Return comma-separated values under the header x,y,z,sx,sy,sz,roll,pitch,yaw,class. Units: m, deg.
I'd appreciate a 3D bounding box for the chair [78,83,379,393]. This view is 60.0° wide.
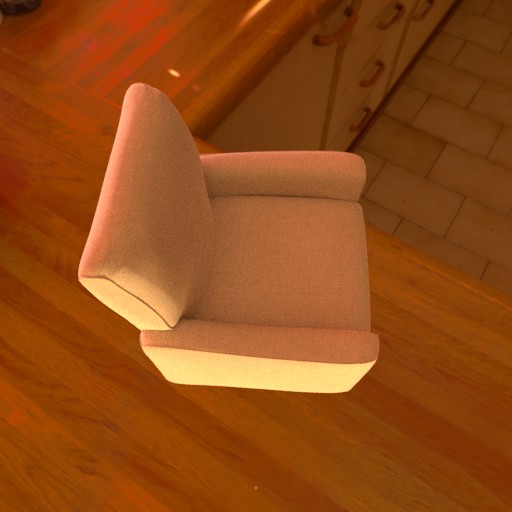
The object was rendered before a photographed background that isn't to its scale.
x,y,z,sx,sy,sz,roll,pitch,yaw,class
0.000,0.000,1.635,0.859,1.023,0.845,3,62,1,chair
